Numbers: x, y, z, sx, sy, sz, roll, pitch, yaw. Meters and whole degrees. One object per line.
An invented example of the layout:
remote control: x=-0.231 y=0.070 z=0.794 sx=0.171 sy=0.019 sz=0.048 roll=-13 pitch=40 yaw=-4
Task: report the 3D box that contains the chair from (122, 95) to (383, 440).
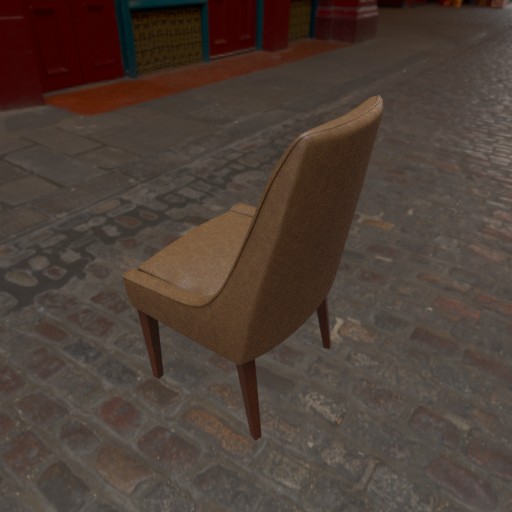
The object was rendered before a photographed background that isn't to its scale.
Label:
chair: x=0.000 y=0.000 z=1.226 sx=0.544 sy=0.861 sz=0.529 roll=21 pitch=39 yaw=29
